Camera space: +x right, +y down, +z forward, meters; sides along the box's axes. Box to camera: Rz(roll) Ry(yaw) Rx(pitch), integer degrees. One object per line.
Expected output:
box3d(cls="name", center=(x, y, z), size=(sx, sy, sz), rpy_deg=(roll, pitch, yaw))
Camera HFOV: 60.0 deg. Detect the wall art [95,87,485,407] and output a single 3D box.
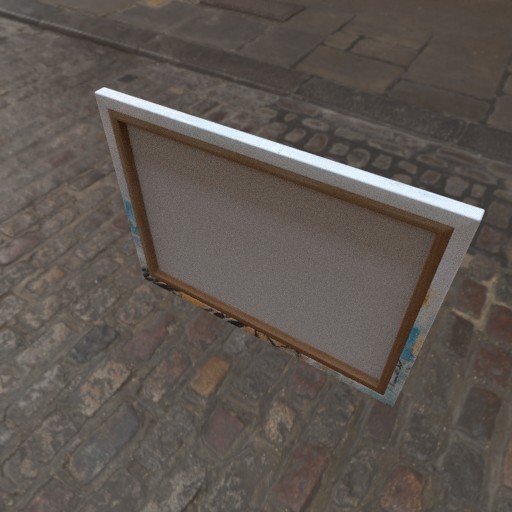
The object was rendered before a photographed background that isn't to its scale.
box3d(cls="wall art", center=(0.000, 0.000, 1.300), size=(1.016, 0.762, 0.038), rpy_deg=(24, 50, 22))
